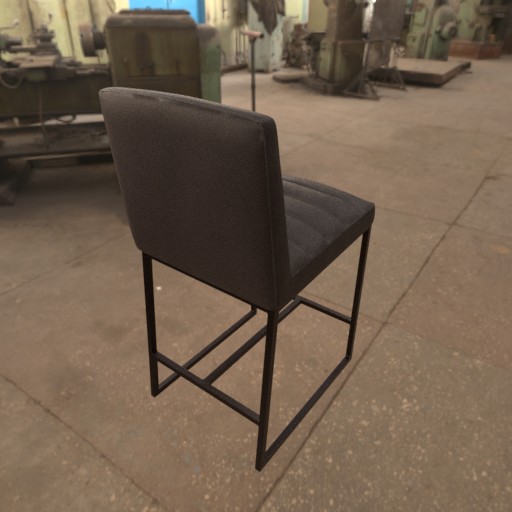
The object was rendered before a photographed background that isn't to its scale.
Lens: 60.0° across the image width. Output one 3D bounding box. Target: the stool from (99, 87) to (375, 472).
[{"bbox_3d":[0.000,0.000,1.248,0.463,0.946,0.562,21,37,31],"label":"stool"}]
